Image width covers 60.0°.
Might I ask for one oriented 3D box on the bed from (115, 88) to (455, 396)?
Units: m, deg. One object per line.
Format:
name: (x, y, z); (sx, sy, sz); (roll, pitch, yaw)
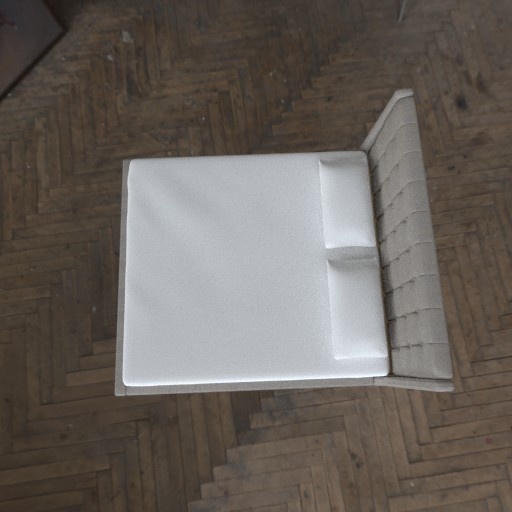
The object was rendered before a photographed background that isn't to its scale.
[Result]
bed: (0.000, 0.000, 3.487); (2.342, 1.289, 2.062); (-2, 76, -1)
